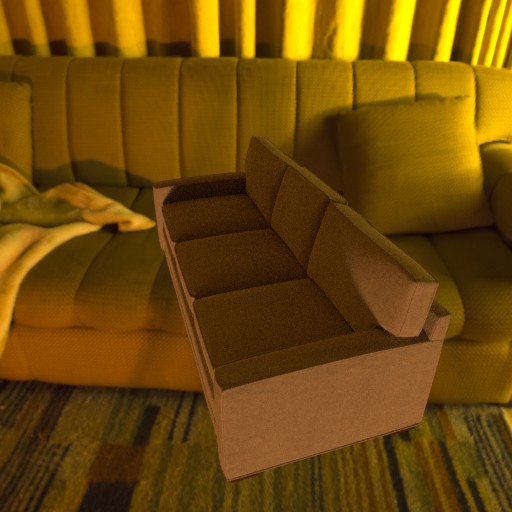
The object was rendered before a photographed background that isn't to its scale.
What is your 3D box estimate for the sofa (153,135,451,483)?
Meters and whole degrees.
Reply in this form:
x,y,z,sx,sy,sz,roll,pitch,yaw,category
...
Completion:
x,y,z,sx,sy,sz,roll,pitch,yaw,category
0.000,0.000,2.561,0.936,0.862,2.093,-9,32,-15,sofa
